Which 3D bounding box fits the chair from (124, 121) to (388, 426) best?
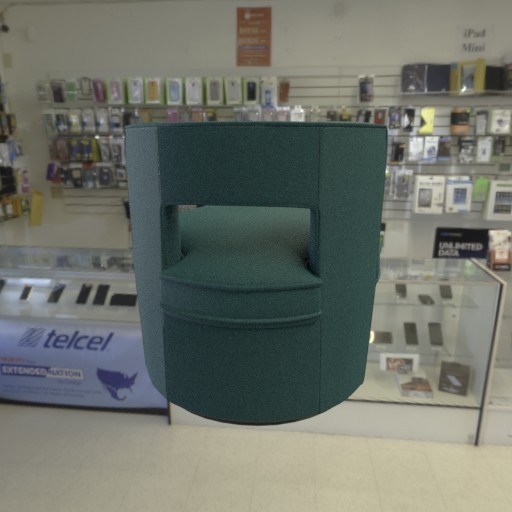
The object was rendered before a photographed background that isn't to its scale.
[{"bbox_3d":[0.000,0.000,1.249,0.684,0.711,0.660,2,15,8],"label":"chair"}]
